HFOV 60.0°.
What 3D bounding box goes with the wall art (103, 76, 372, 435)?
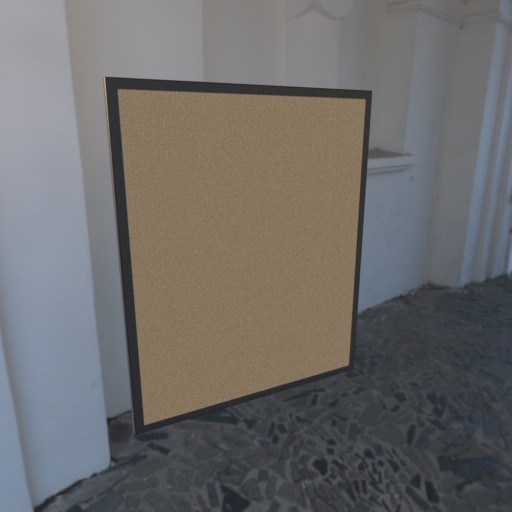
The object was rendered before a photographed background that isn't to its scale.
[{"bbox_3d":[0.000,0.000,0.805,0.481,0.582,0.018,-8,18,-26],"label":"wall art"}]
